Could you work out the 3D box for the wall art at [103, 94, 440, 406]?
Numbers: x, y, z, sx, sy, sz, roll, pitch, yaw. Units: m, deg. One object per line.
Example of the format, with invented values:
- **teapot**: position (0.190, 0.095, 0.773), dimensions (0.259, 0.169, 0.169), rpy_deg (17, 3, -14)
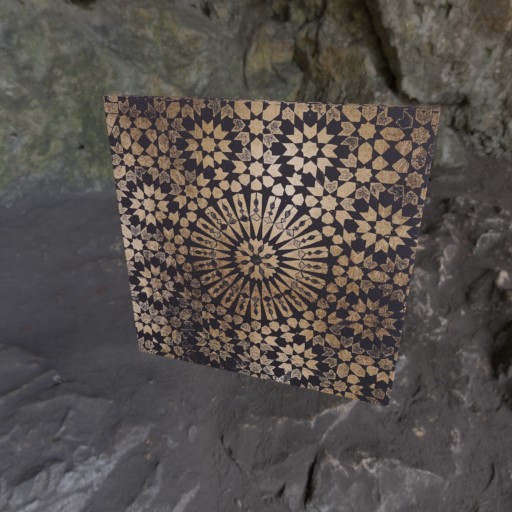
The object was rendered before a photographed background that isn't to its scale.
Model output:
- **wall art**: position (0.000, 0.000, 0.919), dimensions (0.612, 0.612, 0.038), rpy_deg (8, 27, 16)
